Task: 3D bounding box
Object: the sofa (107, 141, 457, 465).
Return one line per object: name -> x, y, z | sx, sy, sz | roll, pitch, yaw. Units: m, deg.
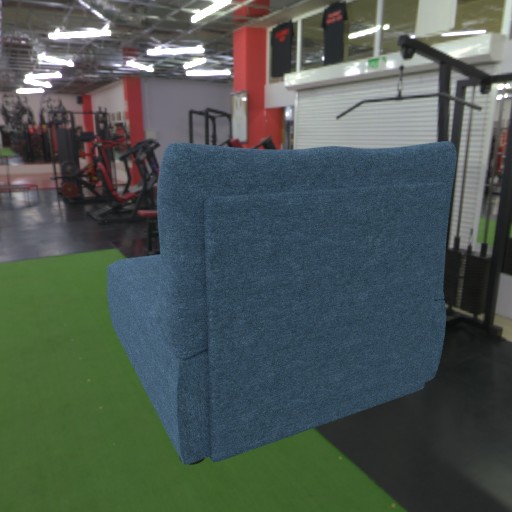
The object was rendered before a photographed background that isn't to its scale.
sofa -> 0.000, 0.000, 1.630 | 0.930, 0.820, 1.000 | -8, 17, -27
